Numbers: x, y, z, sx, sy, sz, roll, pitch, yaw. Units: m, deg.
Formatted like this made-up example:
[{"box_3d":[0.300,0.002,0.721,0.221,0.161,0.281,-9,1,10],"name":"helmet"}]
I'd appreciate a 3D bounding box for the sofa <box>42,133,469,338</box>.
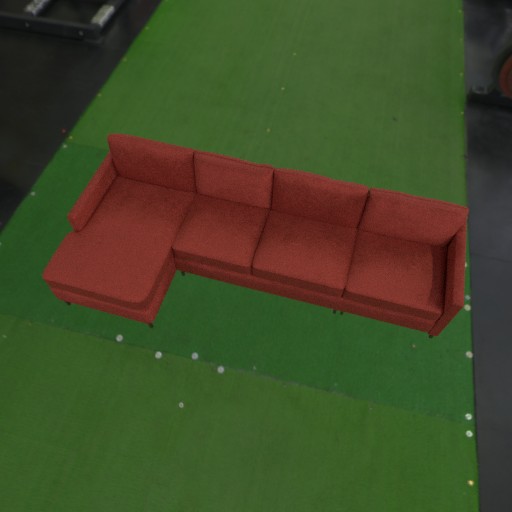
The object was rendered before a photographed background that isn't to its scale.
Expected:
[{"box_3d":[0.000,0.000,3.908,3.400,0.967,1.500,14,58,9],"name":"sofa"}]
